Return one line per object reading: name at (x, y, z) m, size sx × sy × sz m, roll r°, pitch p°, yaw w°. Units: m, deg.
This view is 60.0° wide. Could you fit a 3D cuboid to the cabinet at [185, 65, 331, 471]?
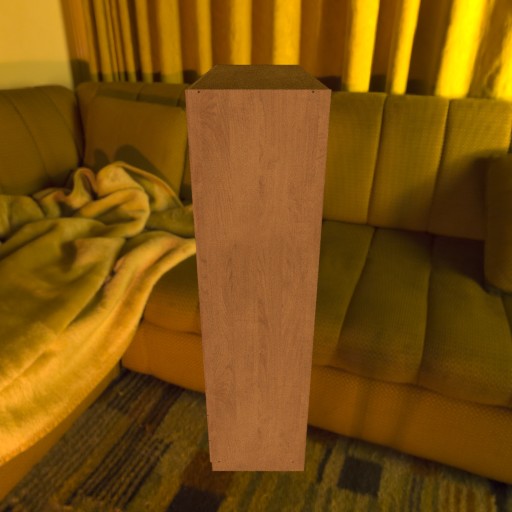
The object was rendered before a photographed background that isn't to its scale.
cabinet at (0.000, 0.000, 2.504) m, size 0.510 × 1.910 × 1.290 m, roll 0°, pitch 27°, yaw 0°
